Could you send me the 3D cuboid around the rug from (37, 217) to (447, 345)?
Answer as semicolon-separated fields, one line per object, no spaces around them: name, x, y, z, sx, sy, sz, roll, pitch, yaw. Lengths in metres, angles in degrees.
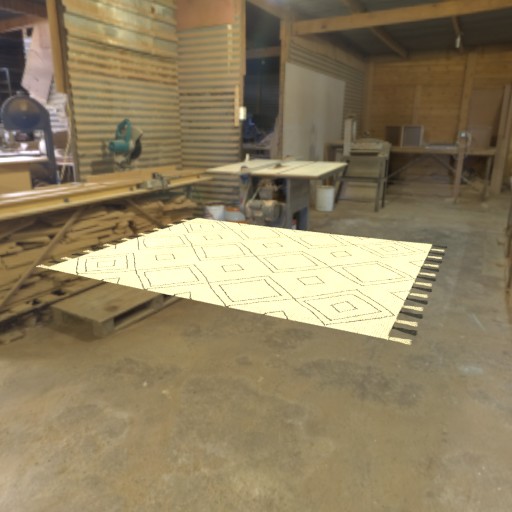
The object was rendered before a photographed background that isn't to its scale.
rug;0.000;0.000;4.243;3.221;0.026;2.342;8;19;26
